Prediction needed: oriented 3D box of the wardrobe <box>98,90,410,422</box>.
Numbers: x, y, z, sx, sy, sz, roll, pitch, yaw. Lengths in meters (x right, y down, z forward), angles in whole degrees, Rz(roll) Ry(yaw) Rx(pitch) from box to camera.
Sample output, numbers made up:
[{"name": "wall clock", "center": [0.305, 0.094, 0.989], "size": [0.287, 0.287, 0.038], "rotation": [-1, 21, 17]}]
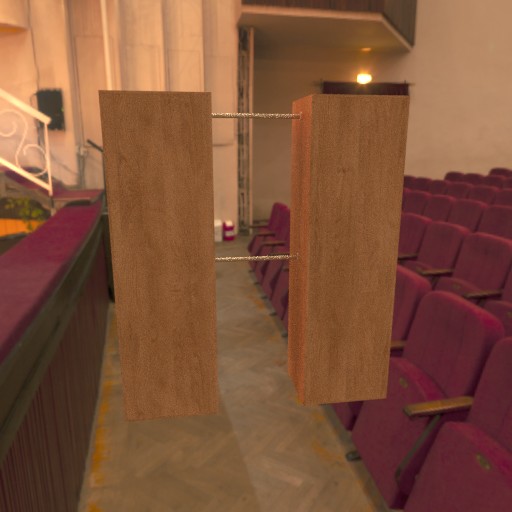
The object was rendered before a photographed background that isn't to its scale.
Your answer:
[{"name": "wardrobe", "center": [0.000, 0.000, 2.956], "size": [1.770, 2.000, 0.480], "rotation": [-2, 14, -9]}]
